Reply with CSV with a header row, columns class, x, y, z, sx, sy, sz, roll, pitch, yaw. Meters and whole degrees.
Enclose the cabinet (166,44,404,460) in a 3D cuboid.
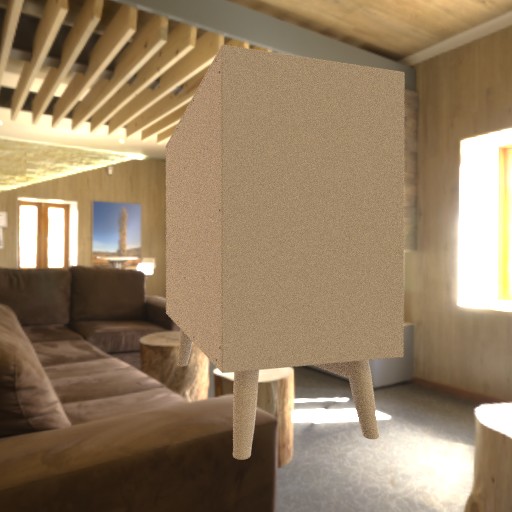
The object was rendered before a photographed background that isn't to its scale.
class,x,y,z,sx,sy,sz,roll,pitch,yaw
cabinet,0.000,0.000,1.232,0.398,0.761,0.800,0,1,-19
